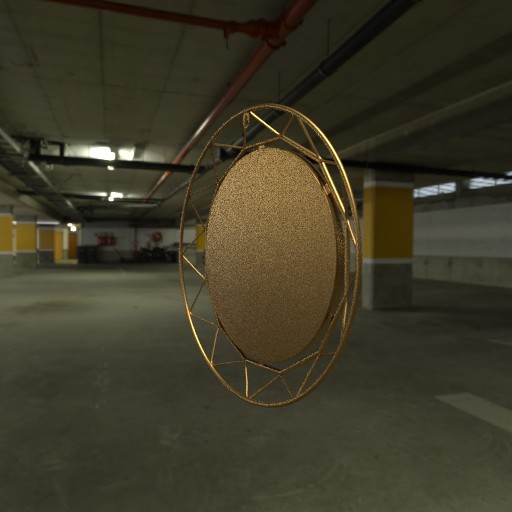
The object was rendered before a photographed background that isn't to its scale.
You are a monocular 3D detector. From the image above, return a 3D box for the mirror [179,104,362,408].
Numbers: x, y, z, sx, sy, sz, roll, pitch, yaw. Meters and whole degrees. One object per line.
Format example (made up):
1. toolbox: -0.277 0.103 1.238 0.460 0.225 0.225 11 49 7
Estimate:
1. mirror: 0.000 0.000 0.697 0.043 0.454 0.454 -1 2 -36
